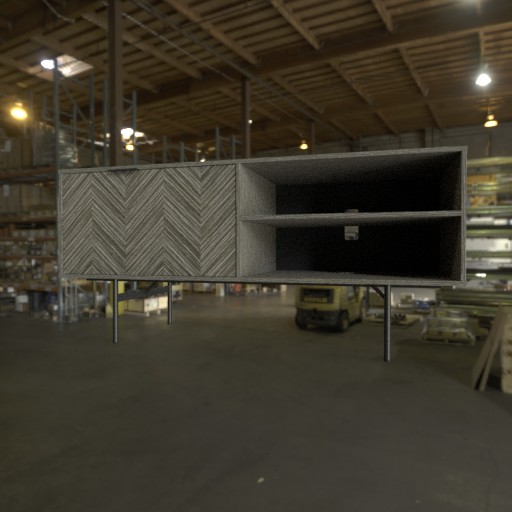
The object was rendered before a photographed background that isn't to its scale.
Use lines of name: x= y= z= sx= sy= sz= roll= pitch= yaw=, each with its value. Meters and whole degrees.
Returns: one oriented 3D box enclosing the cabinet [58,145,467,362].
cabinet: x=0.000 y=0.000 z=1.579 sx=1.300 sy=0.599 sz=0.500 roll=0 pitch=1 yaw=16
